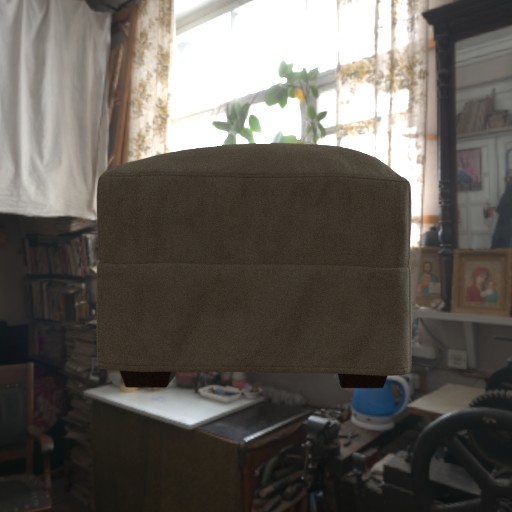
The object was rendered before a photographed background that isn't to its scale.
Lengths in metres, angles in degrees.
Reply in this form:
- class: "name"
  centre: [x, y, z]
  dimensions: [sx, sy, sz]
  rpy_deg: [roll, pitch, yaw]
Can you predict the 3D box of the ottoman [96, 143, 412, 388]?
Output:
- class: "ottoman"
  centre: [0.000, 0.000, 1.091]
  dimensions: [0.584, 0.480, 0.712]
  rpy_deg: [0, 0, 1]
